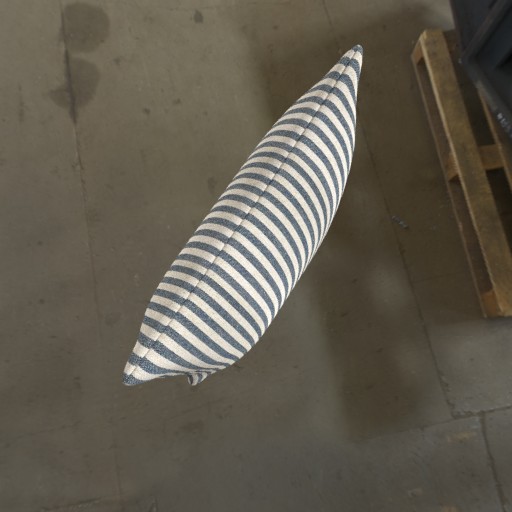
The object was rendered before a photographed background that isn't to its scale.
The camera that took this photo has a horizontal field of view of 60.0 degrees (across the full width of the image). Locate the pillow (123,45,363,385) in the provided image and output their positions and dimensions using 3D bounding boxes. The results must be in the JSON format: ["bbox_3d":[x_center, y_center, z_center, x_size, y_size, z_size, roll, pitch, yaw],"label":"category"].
[{"bbox_3d":[0.000,0.000,0.775,0.166,0.510,0.523,32,77,8],"label":"pillow"}]
